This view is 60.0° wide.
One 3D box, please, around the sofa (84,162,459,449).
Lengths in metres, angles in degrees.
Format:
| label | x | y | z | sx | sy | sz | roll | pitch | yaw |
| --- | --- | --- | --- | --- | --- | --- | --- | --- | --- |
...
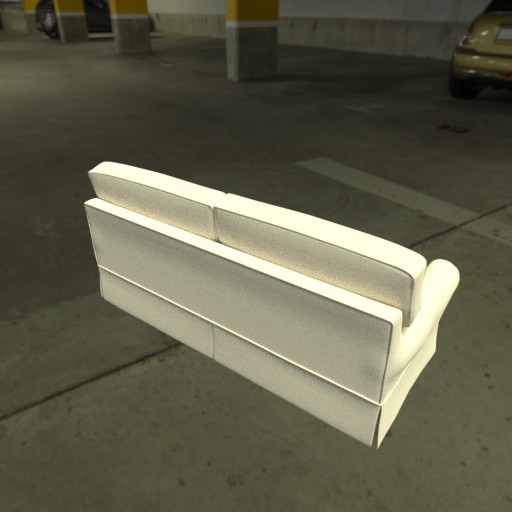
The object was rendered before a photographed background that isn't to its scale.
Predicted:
| label | x | y | z | sx | sy | sz | roll | pitch | yaw |
| --- | --- | --- | --- | --- | --- | --- | --- | --- | --- |
| sofa | 0.000 | 0.000 | 2.533 | 2.021 | 0.937 | 0.862 | 20 | 35 | 31 |
